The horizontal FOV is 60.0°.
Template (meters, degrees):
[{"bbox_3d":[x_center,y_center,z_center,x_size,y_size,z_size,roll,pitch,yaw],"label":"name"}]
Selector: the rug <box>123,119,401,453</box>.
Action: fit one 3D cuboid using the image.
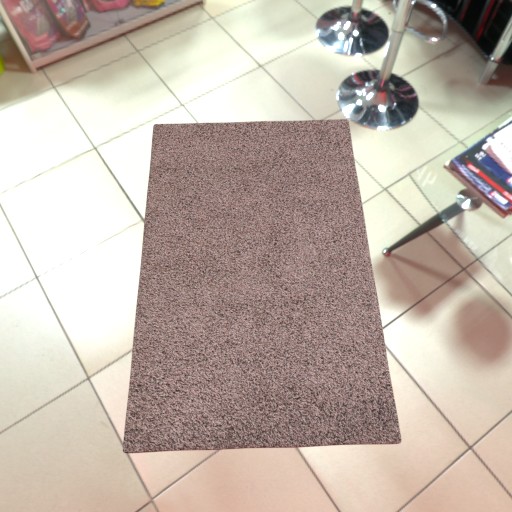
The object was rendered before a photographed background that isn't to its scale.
[{"bbox_3d":[0.000,0.000,3.433,1.778,0.030,2.743,-2,63,-1],"label":"rug"}]
